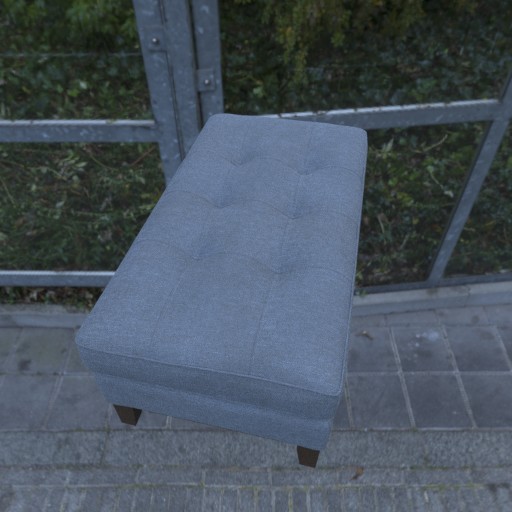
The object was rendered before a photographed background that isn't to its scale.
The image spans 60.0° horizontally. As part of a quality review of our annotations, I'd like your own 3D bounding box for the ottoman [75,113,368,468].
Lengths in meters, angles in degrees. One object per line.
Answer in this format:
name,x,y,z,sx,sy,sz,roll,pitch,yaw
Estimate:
ottoman,0.000,0.000,1.507,0.648,0.514,1.143,9,46,9
